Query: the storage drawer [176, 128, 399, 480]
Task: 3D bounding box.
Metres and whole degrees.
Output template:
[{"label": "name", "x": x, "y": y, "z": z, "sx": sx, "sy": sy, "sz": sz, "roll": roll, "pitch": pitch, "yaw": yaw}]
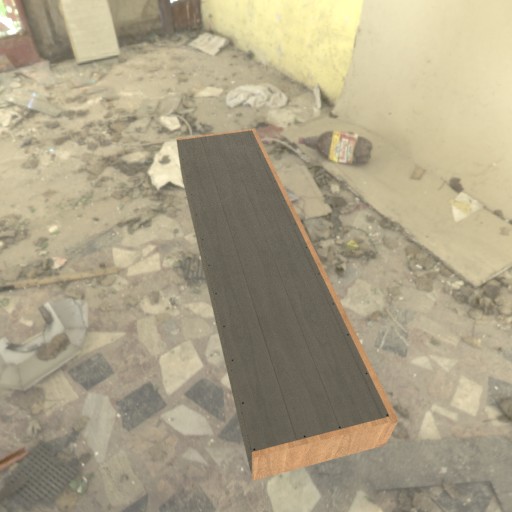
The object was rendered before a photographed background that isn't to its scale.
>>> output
[{"label": "storage drawer", "x": 0.000, "y": 0.000, "z": 2.271, "sx": 0.538, "sy": 0.264, "sz": 2.032, "roll": -10, "pitch": 46, "yaw": -10}]
